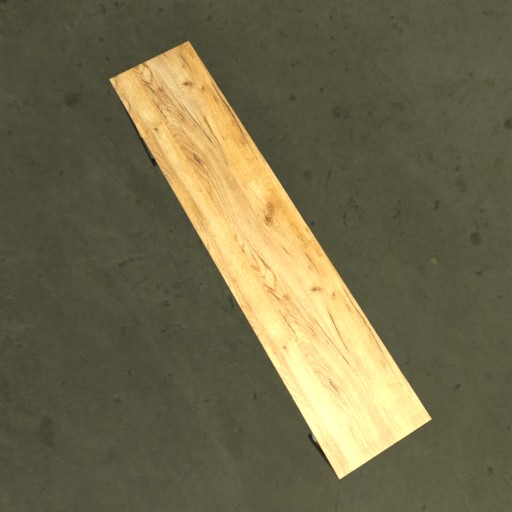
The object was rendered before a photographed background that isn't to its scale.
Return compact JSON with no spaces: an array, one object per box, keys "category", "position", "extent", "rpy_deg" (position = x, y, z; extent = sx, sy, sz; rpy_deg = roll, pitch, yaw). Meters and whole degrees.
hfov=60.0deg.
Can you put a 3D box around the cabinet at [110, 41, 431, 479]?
[{"category":"cabinet","position":[0.000,0.000,2.084],"extent":[0.395,0.762,1.800],"rpy_deg":[-29,77,-7]}]
